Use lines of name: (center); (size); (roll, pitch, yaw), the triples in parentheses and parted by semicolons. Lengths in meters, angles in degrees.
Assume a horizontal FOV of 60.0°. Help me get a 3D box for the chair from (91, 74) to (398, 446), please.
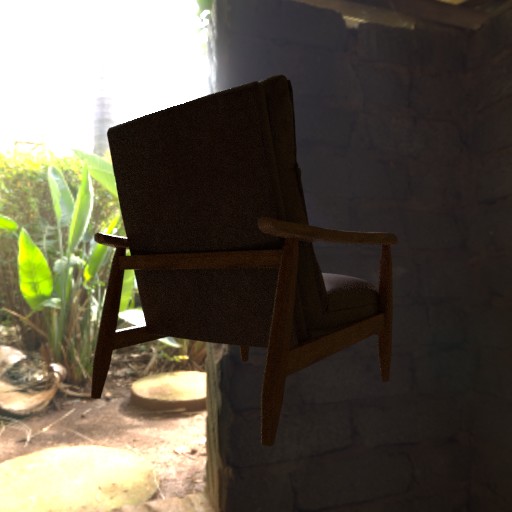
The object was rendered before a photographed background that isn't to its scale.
chair: (0.000, 0.000, 1.522); (0.782, 0.897, 0.830); (-2, -3, 36)
